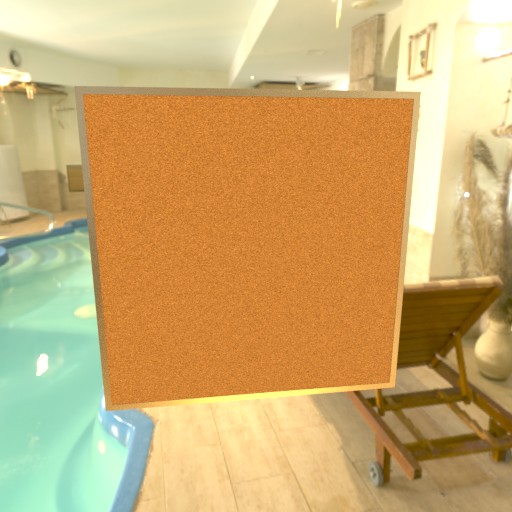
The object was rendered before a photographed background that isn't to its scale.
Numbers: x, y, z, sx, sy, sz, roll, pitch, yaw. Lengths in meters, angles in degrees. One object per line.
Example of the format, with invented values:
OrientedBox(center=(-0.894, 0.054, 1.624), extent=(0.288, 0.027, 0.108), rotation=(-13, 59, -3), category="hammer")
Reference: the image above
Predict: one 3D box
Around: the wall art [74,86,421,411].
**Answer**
OrientedBox(center=(0.000, 0.000, 1.143), extent=(0.806, 0.806, 0.038), rotation=(-2, 15, -8), category="wall art")
